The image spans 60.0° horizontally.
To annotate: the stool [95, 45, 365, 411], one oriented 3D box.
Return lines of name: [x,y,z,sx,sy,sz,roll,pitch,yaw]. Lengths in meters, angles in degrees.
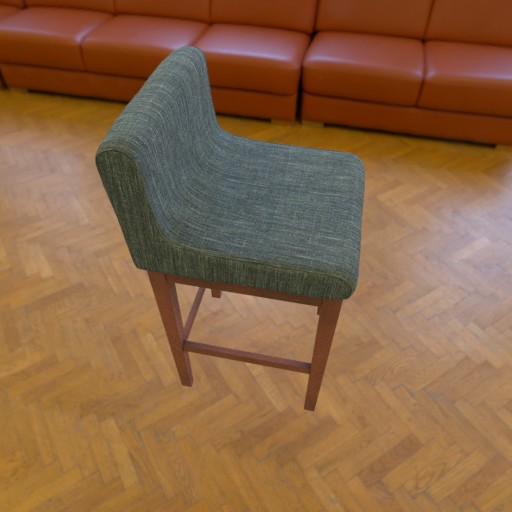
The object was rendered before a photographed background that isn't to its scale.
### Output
stool: [0.000,0.000,1.085,0.459,0.835,0.395,9,48,8]
